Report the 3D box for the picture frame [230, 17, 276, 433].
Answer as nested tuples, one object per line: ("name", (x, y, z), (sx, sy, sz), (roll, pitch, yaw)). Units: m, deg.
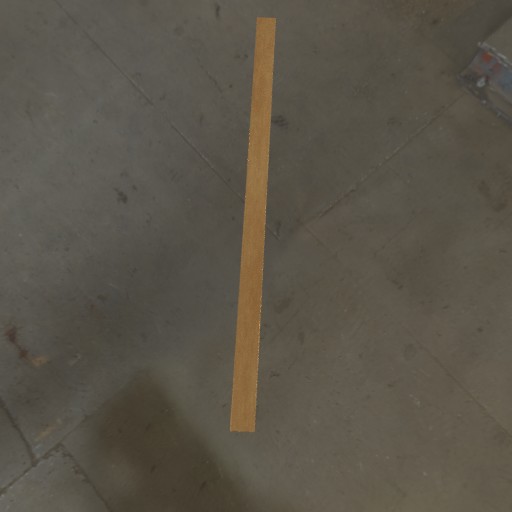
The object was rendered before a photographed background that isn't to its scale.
("picture frame", (0.000, 0.000, 1.131), (0.037, 0.761, 0.758), (3, 75, 1))
